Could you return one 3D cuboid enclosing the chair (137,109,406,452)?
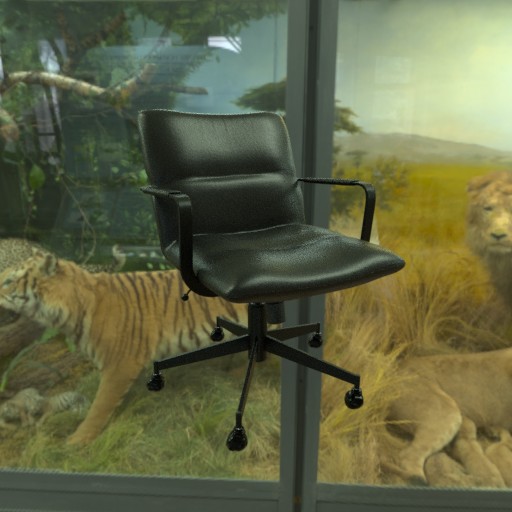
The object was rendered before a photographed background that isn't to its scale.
[{"bbox_3d":[0.000,0.000,1.438,0.719,0.922,0.748,-8,18,-27],"label":"chair"}]
